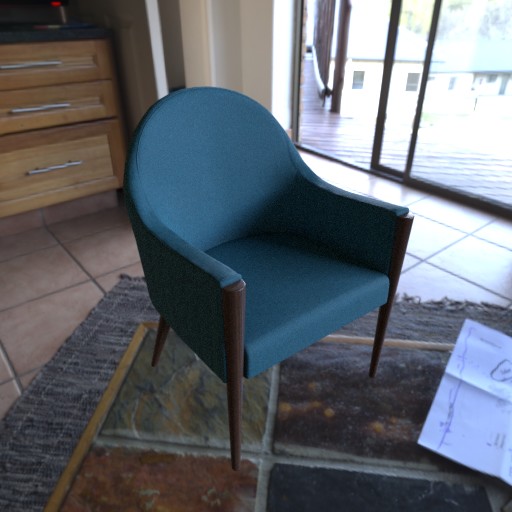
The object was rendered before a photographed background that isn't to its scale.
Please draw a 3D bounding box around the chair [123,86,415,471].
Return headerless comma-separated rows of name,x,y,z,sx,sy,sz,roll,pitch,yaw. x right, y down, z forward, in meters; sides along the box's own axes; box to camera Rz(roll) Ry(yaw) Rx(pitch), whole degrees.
chair,0.000,0.000,1.365,0.656,0.907,0.652,-21,36,-32
